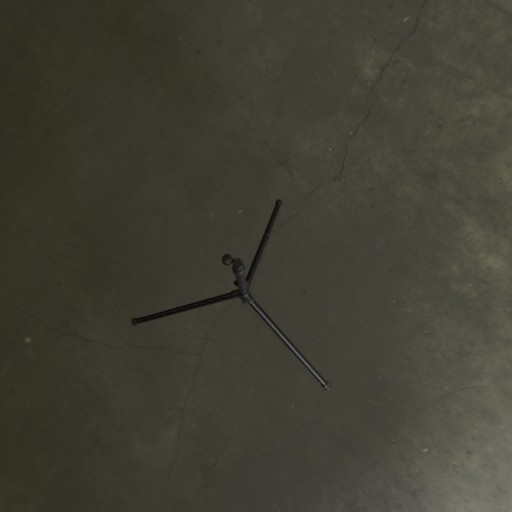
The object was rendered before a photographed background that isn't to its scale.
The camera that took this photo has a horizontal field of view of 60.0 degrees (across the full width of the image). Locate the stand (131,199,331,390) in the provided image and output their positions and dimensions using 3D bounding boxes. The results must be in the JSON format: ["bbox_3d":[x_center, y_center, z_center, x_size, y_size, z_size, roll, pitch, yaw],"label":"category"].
[{"bbox_3d":[0.000,0.000,2.756,1.596,1.595,1.339,19,78,4],"label":"stand"}]
